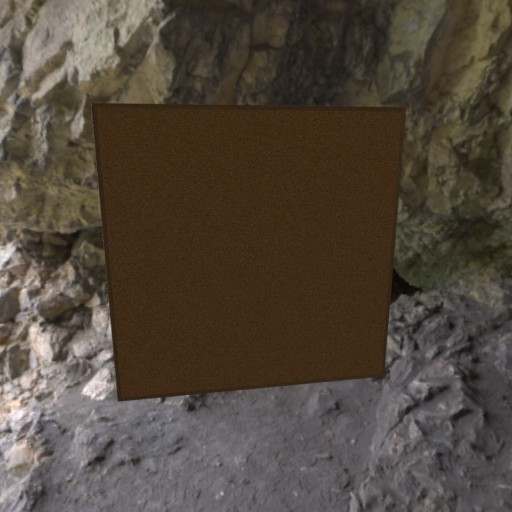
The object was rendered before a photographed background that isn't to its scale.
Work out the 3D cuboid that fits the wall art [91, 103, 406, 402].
[{"bbox_3d":[0.000,0.000,0.795,0.513,0.511,0.038,-3,15,-10],"label":"wall art"}]
